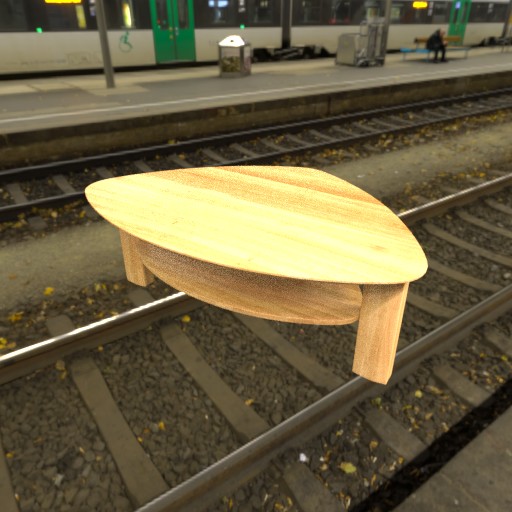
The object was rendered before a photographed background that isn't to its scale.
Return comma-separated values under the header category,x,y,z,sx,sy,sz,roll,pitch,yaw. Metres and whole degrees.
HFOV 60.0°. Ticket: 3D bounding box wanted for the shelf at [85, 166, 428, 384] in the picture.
category,x,y,z,sx,sy,sz,roll,pitch,yaw
shelf,0.000,0.000,1.640,1.240,0.439,0.863,17,33,29
